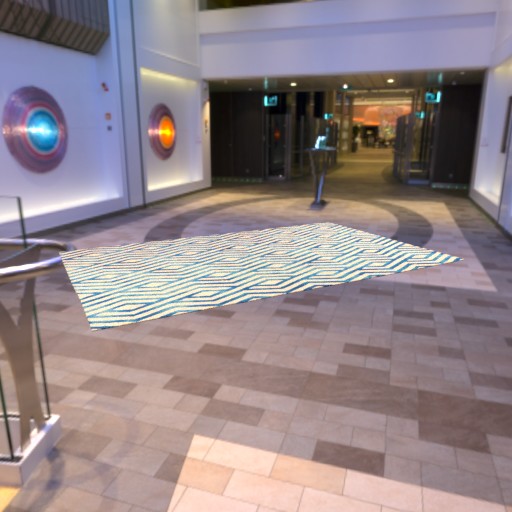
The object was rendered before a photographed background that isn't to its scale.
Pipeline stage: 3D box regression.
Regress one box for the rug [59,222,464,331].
[{"bbox_3d":[0.000,0.000,3.133,2.439,0.008,1.531,-8,17,-27],"label":"rug"}]
